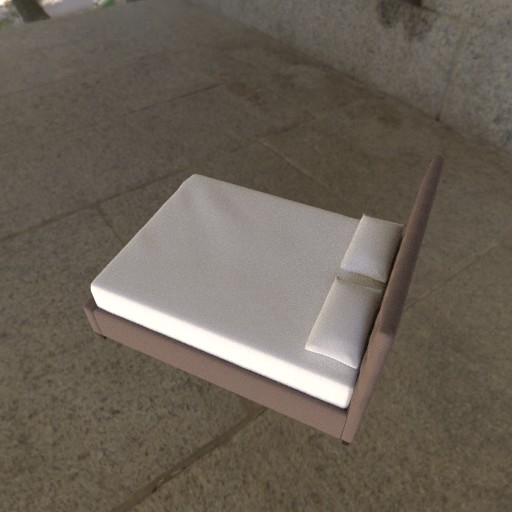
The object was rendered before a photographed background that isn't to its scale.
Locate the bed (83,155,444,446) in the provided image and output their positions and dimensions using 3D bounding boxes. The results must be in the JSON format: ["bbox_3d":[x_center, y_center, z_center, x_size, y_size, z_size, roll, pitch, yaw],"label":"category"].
[{"bbox_3d":[0.000,0.000,3.466,2.233,1.426,1.696,18,49,17],"label":"bed"}]
